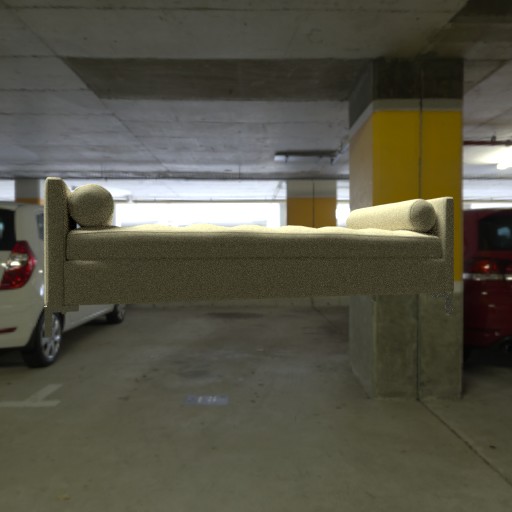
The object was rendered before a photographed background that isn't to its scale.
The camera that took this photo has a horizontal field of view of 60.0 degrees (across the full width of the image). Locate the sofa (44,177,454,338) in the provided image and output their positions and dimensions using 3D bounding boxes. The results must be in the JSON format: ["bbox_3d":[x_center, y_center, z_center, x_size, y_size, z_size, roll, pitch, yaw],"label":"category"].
[{"bbox_3d":[0.000,0.000,2.498,2.102,0.655,0.797,0,0,-19],"label":"sofa"}]
